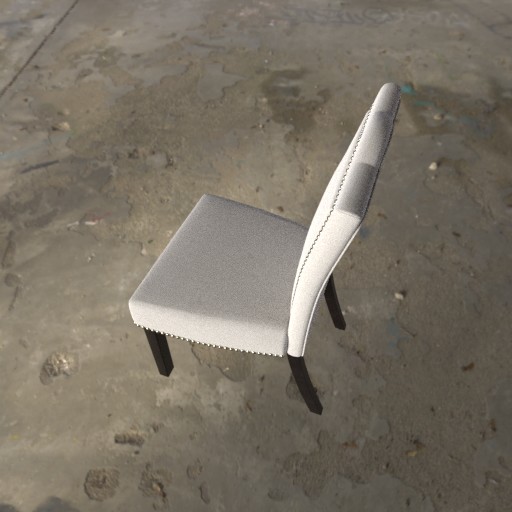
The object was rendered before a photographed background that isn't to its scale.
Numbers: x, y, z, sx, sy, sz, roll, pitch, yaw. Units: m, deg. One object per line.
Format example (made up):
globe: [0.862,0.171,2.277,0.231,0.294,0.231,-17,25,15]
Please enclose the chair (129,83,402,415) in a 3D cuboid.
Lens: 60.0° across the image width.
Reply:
chair: [0.000,0.000,1.281,0.589,0.946,0.518,15,49,14]
